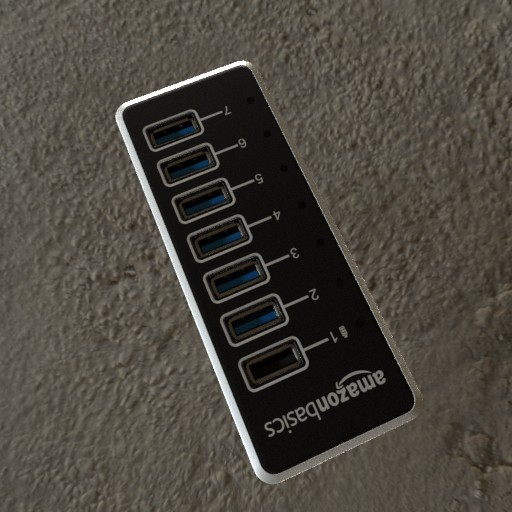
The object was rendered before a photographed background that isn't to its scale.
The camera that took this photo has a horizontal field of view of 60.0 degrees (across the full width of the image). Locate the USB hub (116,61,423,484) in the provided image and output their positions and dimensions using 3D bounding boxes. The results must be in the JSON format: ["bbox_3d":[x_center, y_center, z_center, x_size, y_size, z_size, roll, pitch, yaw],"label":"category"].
[{"bbox_3d":[0.000,0.000,0.128,0.044,0.023,0.110,-23,76,-6],"label":"USB hub"}]
